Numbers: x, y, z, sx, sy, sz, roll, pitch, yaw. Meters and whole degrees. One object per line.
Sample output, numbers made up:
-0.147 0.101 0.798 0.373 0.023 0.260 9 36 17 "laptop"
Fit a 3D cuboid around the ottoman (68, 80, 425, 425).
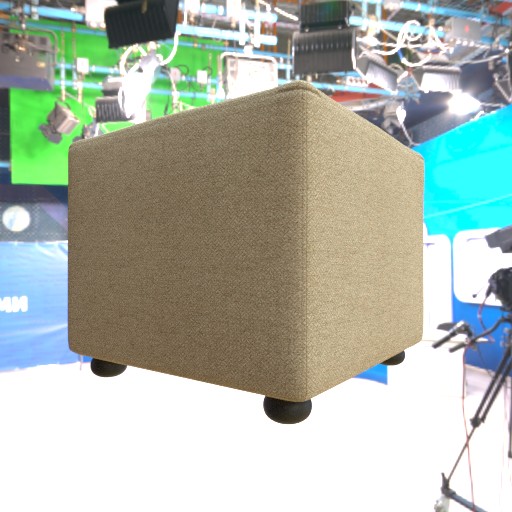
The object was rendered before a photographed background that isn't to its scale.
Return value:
0.000 0.000 0.848 0.508 0.432 0.508 0 0 36 "ottoman"
